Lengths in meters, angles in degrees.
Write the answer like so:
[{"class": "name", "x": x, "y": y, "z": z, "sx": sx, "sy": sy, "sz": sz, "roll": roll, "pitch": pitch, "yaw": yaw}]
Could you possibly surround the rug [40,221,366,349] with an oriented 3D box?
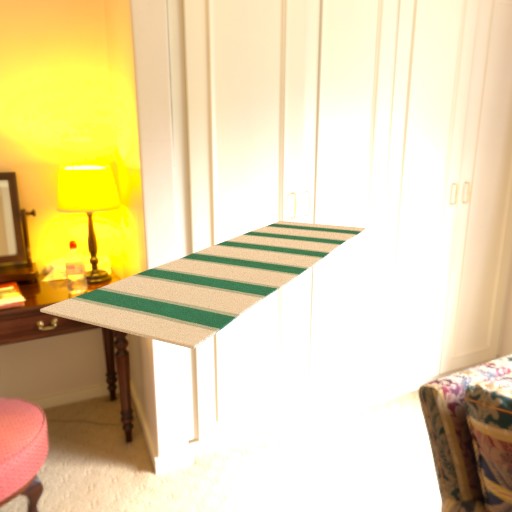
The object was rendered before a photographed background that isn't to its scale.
[{"class": "rug", "x": 0.000, "y": 0.000, "z": 2.707, "sx": 0.768, "sy": 0.012, "sz": 2.438, "roll": 7, "pitch": 16, "yaw": 26}]
